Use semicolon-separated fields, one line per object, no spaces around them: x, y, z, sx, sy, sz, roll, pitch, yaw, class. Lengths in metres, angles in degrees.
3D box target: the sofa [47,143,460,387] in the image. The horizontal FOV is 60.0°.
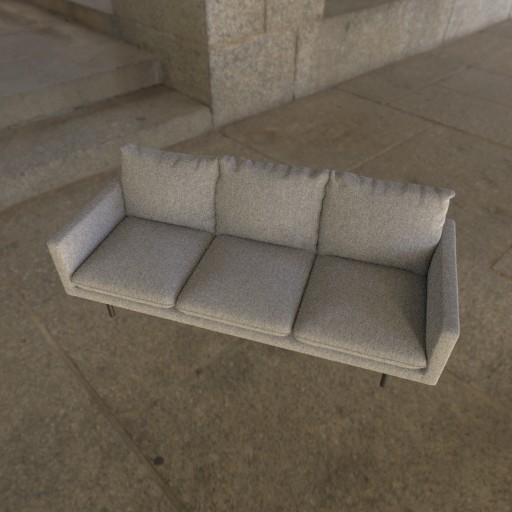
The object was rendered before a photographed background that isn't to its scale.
0.000;0.000;2.418;2.000;0.830;0.850;12;42;13;sofa
